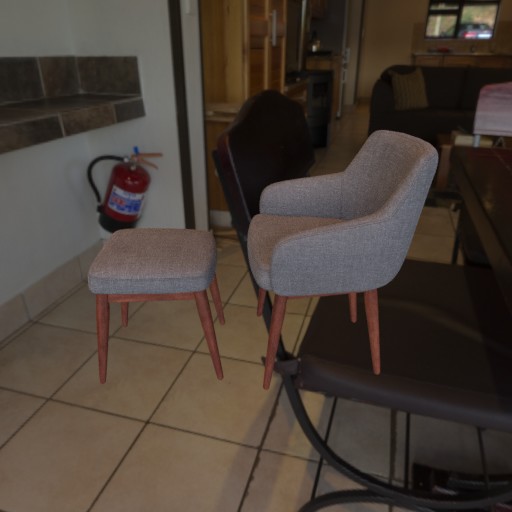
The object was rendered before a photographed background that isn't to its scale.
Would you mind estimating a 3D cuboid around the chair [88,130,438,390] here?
[{"bbox_3d":[0.000,0.000,1.564,1.107,0.799,0.584,-1,25,-2],"label":"chair"}]
